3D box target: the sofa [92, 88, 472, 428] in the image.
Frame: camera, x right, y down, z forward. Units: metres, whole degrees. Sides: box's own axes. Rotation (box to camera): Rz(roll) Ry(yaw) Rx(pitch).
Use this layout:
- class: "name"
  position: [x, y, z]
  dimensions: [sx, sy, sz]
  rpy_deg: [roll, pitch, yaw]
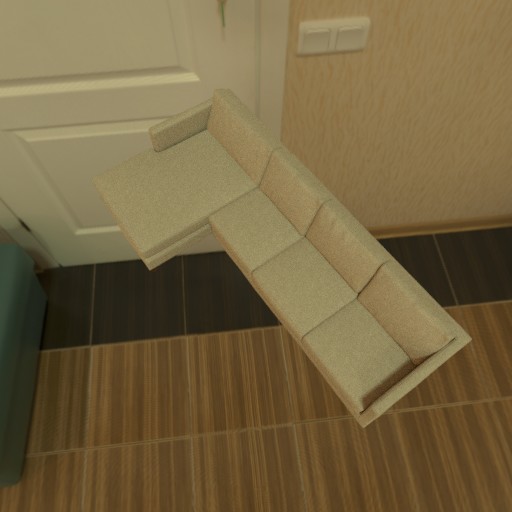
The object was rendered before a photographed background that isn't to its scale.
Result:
- class: "sofa"
  position: [0.000, 0.000, 3.822]
  dimensions: [1.625, 0.846, 3.186]
  rpy_deg: [-32, 67, -16]
